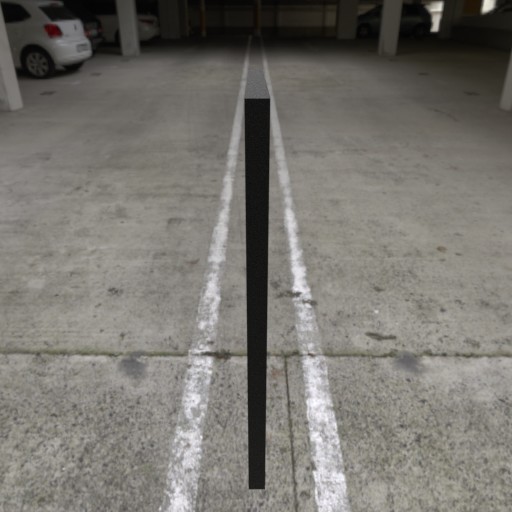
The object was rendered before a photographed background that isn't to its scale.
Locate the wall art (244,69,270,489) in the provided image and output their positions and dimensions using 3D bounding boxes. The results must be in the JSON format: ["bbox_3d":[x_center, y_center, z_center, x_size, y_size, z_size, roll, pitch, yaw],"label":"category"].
[{"bbox_3d":[0.000,0.000,0.533,0.018,0.397,0.325,0,26,0],"label":"wall art"}]
